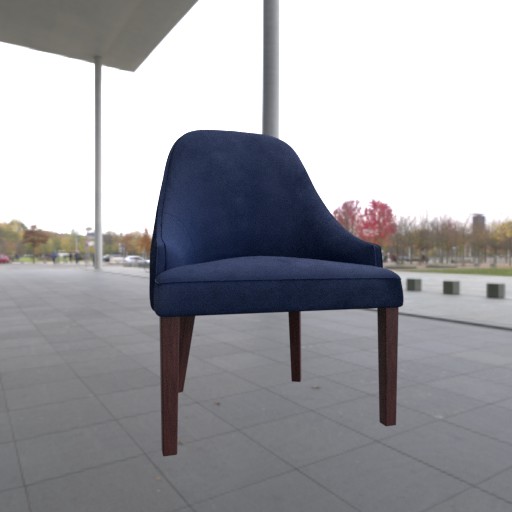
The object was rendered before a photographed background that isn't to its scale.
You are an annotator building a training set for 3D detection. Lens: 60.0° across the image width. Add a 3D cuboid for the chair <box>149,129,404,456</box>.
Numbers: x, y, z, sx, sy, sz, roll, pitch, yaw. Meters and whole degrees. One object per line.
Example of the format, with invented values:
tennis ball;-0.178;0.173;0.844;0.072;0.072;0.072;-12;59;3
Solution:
chair;0.000;0.000;1.329;0.643;0.889;0.575;0;0;-18
